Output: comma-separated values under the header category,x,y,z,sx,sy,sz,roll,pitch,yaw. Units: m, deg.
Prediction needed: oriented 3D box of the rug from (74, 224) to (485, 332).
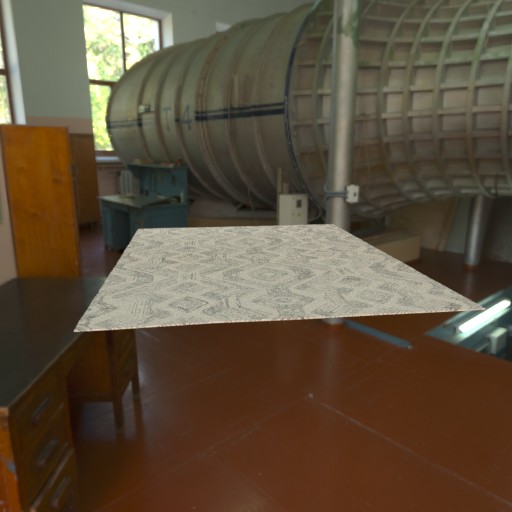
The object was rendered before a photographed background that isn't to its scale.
category,x,y,z,sx,sy,sz,roll,pitch,yaw
rug,0.000,0.000,4.026,2.430,0.030,3.054,-2,14,-8
